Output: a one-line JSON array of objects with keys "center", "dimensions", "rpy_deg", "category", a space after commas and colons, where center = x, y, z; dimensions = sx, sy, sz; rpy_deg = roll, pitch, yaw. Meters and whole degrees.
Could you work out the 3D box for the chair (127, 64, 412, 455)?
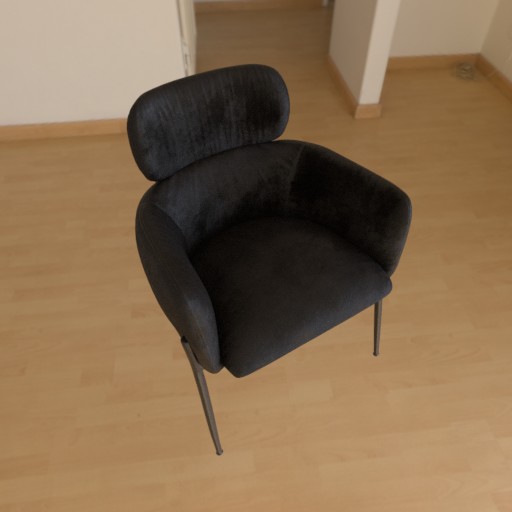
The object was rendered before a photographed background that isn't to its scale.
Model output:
[{"center": [0.000, 0.000, 1.245], "dimensions": [0.640, 0.818, 0.604], "rpy_deg": [-25, 52, -21], "category": "chair"}]
